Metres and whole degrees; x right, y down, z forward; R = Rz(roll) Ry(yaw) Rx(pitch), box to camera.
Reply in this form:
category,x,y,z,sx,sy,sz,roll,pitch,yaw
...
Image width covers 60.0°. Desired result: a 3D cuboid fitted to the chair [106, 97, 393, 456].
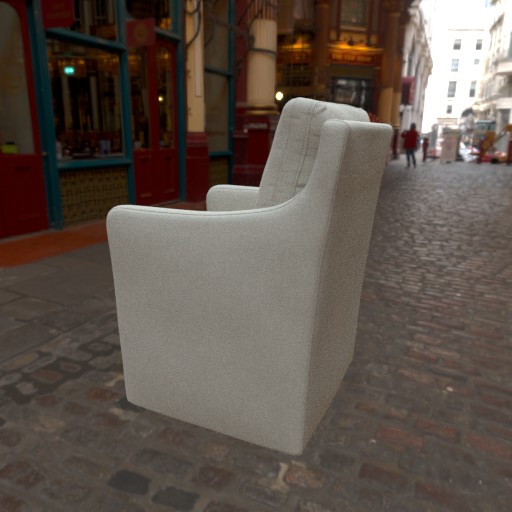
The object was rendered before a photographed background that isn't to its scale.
category,x,y,z,sx,sy,sz,roll,pitch,yaw
chair,0.000,0.000,1.407,0.694,0.914,0.626,7,17,24
